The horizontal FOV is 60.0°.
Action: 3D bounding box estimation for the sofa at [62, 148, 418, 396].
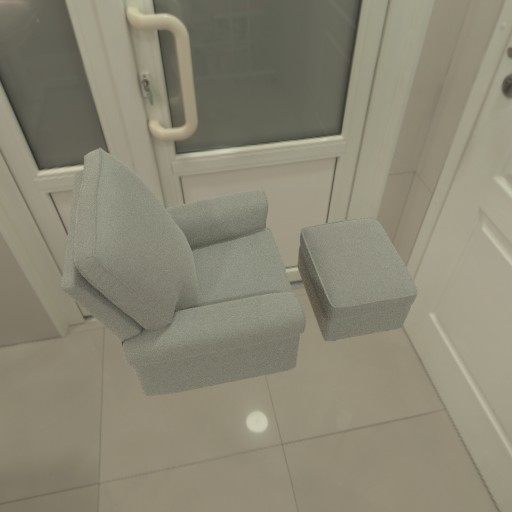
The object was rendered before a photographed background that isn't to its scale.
[{"bbox_3d":[0.000,0.000,2.070,1.478,0.959,0.880,-9,48,-8],"label":"sofa"}]
